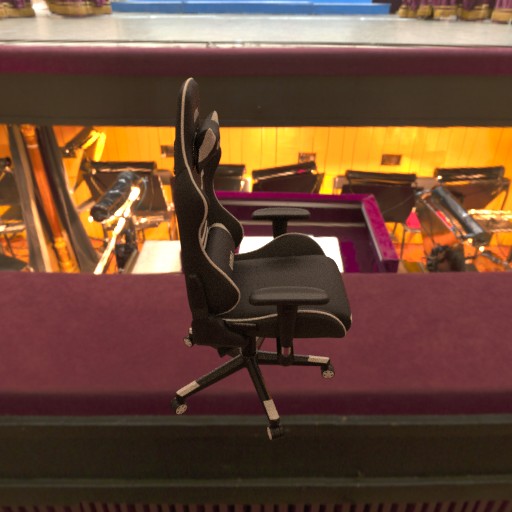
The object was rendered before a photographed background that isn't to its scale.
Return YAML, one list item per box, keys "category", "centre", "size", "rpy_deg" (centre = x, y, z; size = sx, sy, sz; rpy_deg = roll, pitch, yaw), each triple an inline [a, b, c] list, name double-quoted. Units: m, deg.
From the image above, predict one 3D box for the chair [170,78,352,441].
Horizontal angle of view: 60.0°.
- category: "chair"
  centre: [0.000, 0.000, 1.656]
  size: [0.700, 1.240, 0.700]
  rpy_deg: [0, 31, 0]
